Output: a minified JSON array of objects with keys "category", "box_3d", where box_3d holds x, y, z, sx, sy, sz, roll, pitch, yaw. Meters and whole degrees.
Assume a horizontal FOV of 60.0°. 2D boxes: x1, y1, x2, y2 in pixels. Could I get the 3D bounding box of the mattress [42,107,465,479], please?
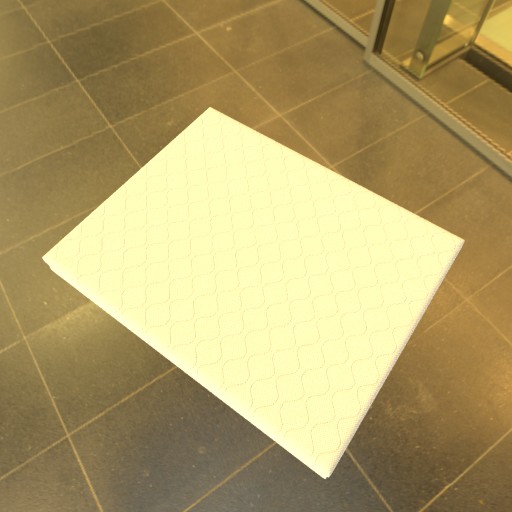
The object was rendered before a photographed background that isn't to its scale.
[{"category":"mattress","box_3d":[0.000,0.000,2.740,2.000,0.200,1.600,32,65,17]}]
